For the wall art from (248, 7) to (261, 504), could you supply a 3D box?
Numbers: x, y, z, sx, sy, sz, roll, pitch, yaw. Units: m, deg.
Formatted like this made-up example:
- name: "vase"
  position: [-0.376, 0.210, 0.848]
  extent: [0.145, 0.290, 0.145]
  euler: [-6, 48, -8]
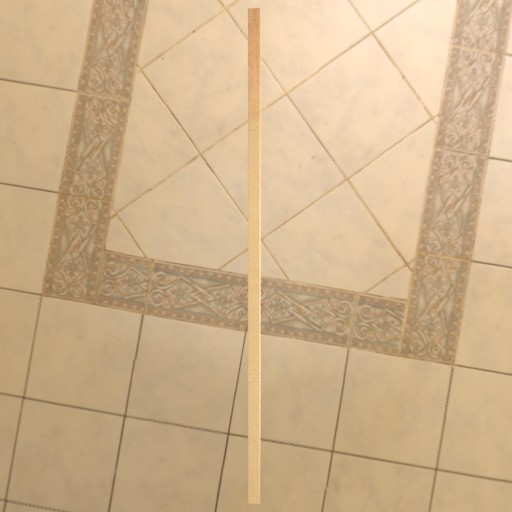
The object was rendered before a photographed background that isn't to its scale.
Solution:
- name: "wall art"
  position: [0.000, 0.000, 1.864]
  extent: [0.038, 1.012, 1.525]
  euler: [0, 90, 1]
